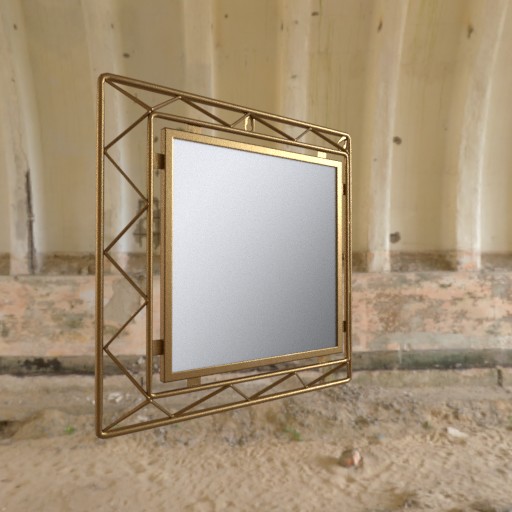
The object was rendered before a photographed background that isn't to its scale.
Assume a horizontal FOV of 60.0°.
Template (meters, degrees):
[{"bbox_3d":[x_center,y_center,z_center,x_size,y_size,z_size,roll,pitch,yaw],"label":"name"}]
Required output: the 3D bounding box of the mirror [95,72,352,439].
[{"bbox_3d":[0.000,0.000,0.602,0.416,0.414,0.046,1,-1,-36],"label":"mirror"}]
